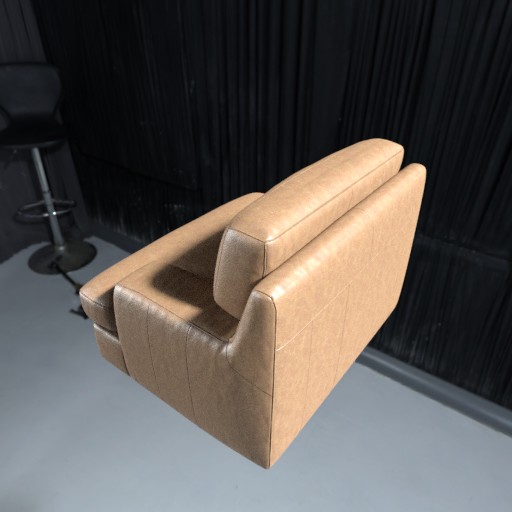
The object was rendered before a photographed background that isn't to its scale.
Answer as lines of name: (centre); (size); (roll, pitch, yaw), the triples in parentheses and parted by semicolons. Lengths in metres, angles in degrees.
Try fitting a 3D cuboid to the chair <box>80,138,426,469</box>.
chair: (0.000, 0.000, 2.006); (1.050, 0.978, 1.276); (22, 39, 30)
